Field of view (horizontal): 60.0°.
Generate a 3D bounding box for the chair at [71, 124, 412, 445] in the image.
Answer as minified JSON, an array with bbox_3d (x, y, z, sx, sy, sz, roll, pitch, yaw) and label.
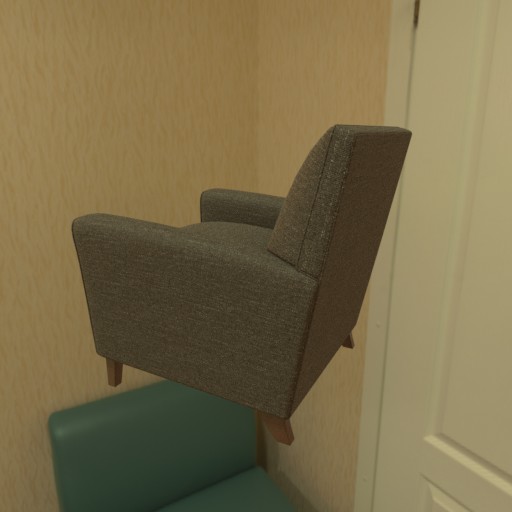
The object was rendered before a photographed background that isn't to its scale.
[{"bbox_3d":[0.000,0.000,1.577,0.875,0.885,0.838,8,18,26],"label":"chair"}]
